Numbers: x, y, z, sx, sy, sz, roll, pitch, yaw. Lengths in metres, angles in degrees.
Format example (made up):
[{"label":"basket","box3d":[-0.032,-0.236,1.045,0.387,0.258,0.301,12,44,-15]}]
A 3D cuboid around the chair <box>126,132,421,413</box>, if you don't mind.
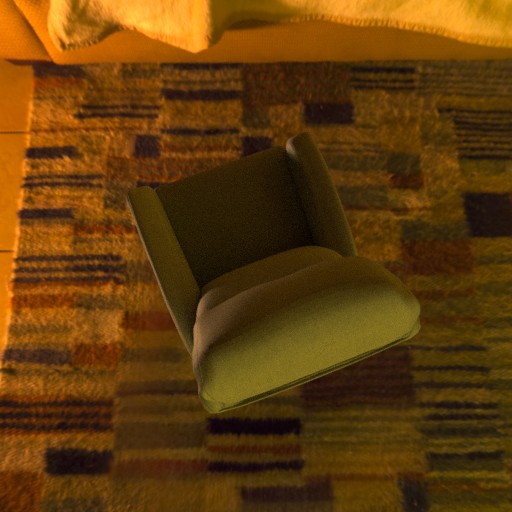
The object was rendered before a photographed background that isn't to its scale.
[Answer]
[{"label":"chair","box3d":[0.000,0.000,1.665,0.794,1.016,0.940,-20,76,-5]}]
